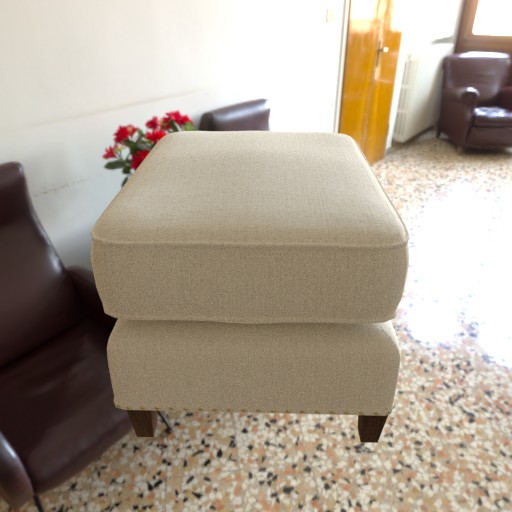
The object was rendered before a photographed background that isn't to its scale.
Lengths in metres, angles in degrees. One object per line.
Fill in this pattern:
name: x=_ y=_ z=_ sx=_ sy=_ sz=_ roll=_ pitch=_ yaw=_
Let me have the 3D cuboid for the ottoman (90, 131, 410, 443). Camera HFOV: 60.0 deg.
ottoman: x=0.000 y=0.000 z=1.140 sx=0.589 sy=0.537 sz=0.738 roll=1 pitch=30 yaw=1
